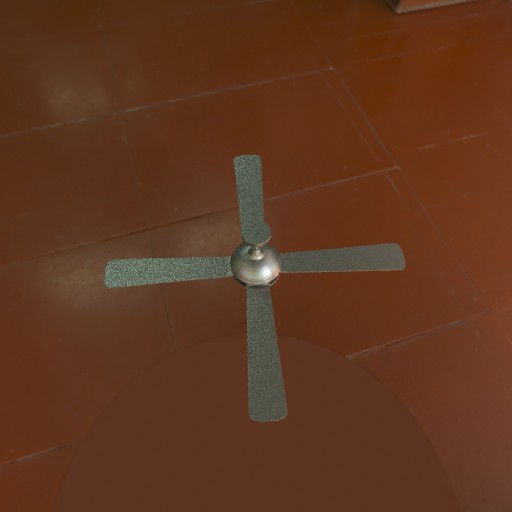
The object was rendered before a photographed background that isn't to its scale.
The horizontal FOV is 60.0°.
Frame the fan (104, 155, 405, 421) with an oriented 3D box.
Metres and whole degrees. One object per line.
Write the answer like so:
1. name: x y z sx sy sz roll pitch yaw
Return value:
1. fan: 0.000 0.000 1.982 1.321 0.381 1.321 14 60 9
